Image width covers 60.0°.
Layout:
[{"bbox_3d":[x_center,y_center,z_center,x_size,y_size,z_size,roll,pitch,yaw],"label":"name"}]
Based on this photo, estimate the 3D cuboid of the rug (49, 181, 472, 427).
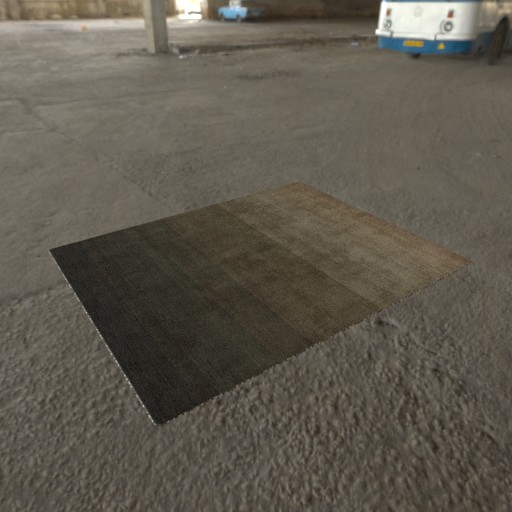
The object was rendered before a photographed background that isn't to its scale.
[{"bbox_3d":[0.000,0.000,3.847,2.902,0.017,2.306,-20,36,-30],"label":"rug"}]
